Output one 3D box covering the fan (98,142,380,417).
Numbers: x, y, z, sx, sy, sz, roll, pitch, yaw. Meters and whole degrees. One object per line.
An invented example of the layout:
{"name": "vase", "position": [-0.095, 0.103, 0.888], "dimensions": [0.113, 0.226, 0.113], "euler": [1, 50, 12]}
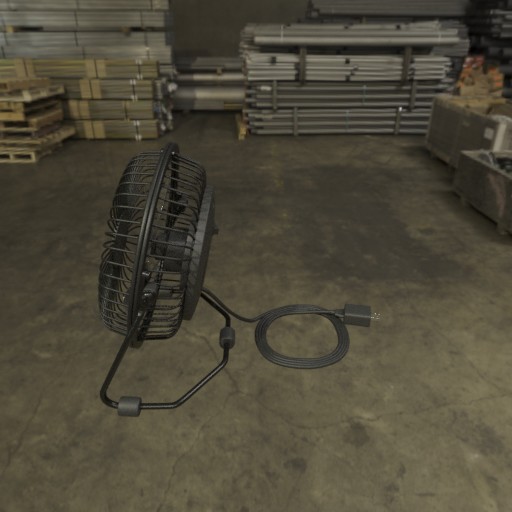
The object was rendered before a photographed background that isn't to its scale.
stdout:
{"name": "fan", "position": [0.000, 0.000, 0.303], "dimensions": [0.202, 0.152, 0.153], "euler": [0, 28, -1]}
